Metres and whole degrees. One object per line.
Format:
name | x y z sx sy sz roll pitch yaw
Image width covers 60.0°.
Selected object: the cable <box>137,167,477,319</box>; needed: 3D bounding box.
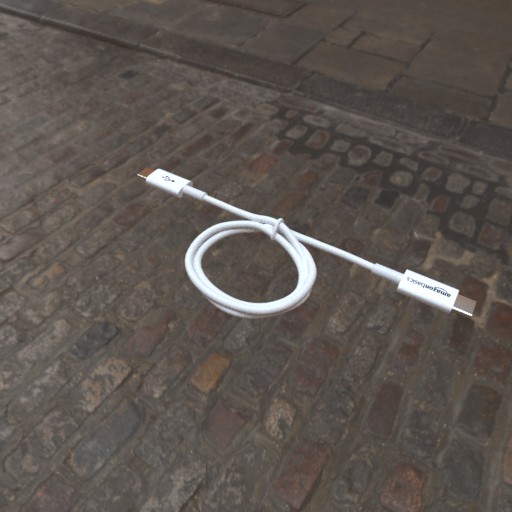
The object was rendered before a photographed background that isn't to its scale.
cable | 0.000 0.000 0.223 0.203 0.014 0.070 24 50 22
